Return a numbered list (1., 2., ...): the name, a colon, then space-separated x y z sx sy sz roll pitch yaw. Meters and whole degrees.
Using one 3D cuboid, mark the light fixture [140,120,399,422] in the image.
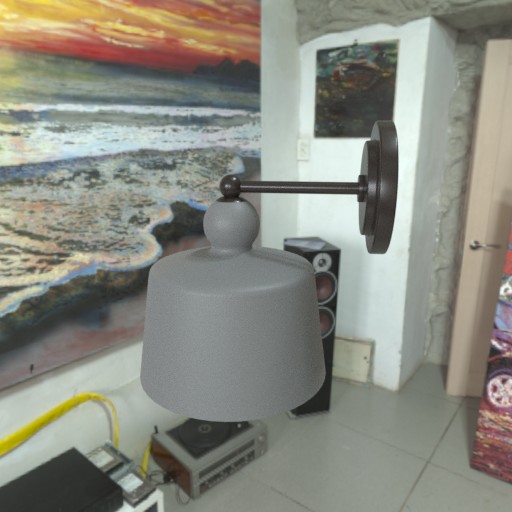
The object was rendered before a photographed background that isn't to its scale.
1. light fixture: 0.000 0.000 0.461 0.254 0.268 0.204 2 15 8
